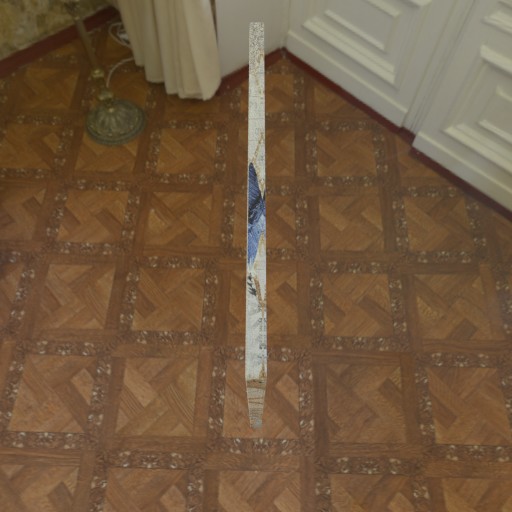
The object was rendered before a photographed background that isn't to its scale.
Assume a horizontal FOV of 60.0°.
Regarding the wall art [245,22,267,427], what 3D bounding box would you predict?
[{"bbox_3d":[0.000,0.000,1.363,0.039,0.914,0.912,0,64,0],"label":"wall art"}]
